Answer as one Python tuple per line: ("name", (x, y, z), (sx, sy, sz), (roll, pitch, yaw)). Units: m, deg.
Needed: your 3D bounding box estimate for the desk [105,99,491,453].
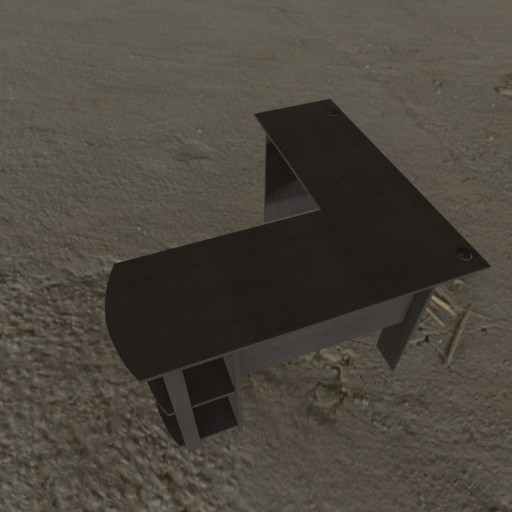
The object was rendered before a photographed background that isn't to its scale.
("desk", (0.000, 0.000, 2.142), (1.361, 0.716, 1.303), (-16, 50, -14))
